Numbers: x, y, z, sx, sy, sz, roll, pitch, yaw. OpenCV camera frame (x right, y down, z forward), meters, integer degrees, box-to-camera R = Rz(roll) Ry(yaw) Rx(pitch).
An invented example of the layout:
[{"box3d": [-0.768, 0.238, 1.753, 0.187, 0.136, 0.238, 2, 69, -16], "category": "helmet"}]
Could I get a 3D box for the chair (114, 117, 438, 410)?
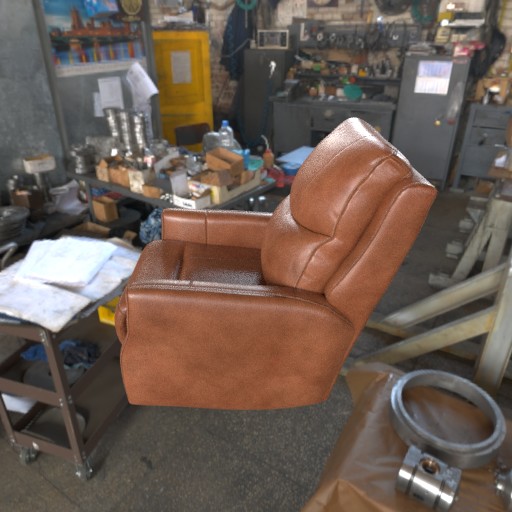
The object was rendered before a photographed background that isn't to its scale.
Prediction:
[{"box3d": [0.000, 0.000, 1.792, 1.072, 1.016, 0.821, 0, 28, 0], "category": "chair"}]
